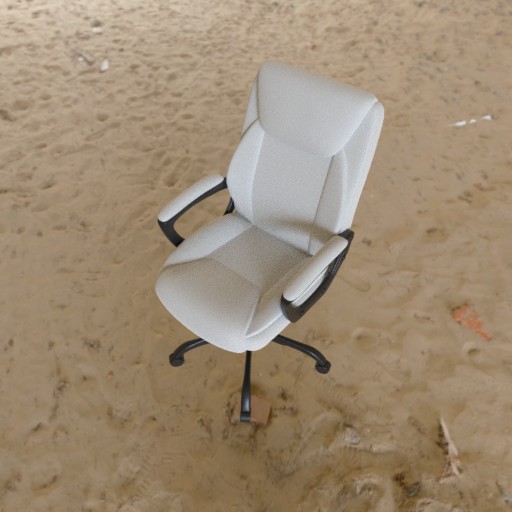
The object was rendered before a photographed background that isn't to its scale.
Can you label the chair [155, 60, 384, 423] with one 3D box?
[{"bbox_3d":[0.000,0.000,1.518,0.663,1.065,0.669,31,54,25],"label":"chair"}]
